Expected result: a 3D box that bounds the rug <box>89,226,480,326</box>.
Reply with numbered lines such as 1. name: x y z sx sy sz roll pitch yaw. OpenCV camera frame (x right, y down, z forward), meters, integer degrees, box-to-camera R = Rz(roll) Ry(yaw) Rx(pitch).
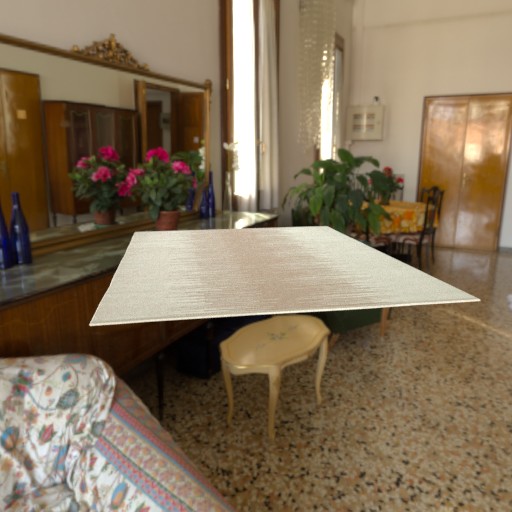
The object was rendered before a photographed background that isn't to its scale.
1. rug: 0.000 0.000 4.142 2.438 0.013 3.048 -2 13 -10
